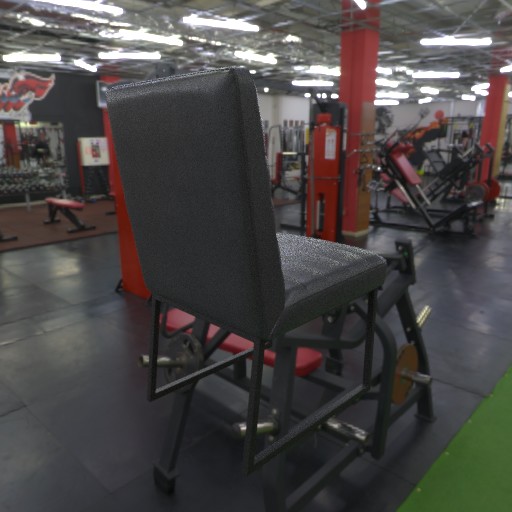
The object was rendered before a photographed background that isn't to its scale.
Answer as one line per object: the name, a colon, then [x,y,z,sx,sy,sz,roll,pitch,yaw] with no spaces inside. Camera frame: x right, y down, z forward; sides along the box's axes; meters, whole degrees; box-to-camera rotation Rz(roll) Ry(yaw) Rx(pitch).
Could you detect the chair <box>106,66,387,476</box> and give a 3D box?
chair: [0.000,0.000,1.294,0.634,0.930,0.520,-14,20,-43]
